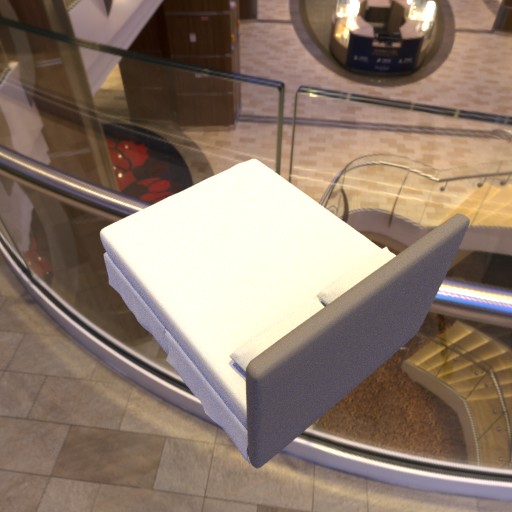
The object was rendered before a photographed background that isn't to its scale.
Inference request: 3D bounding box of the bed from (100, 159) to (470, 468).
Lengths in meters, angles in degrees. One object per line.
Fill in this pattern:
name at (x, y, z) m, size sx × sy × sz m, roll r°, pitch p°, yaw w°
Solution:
bed at (0.000, 0.000, 3.349) m, size 1.748 × 1.330 × 2.142 m, roll -30°, pitch 54°, yaw -25°
